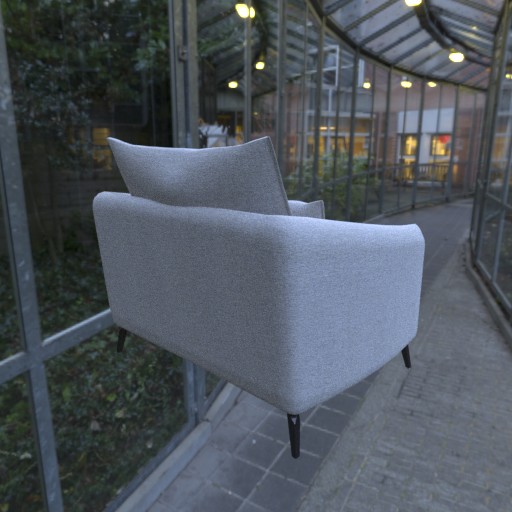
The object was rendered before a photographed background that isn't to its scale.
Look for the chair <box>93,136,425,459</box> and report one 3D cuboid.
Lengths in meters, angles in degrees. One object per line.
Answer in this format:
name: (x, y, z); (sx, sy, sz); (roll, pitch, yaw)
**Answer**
chair: (0.000, 0.000, 1.654); (1.029, 0.856, 0.801); (13, 19, 42)
